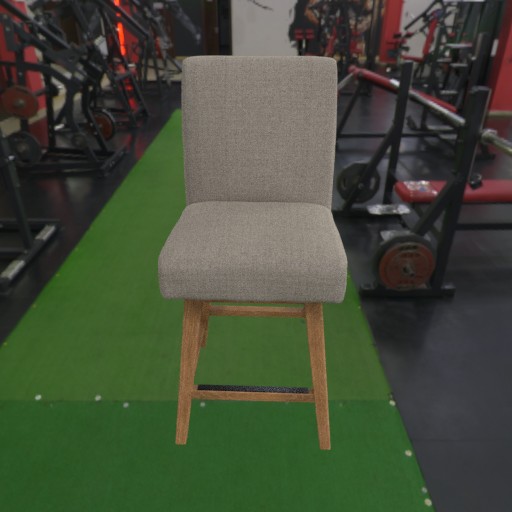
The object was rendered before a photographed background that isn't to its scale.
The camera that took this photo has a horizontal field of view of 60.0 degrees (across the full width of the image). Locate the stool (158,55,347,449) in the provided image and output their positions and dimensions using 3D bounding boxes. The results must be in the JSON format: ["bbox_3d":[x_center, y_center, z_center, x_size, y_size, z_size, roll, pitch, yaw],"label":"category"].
[{"bbox_3d":[0.000,0.000,1.276,0.459,1.010,0.526,1,30,2],"label":"stool"}]
